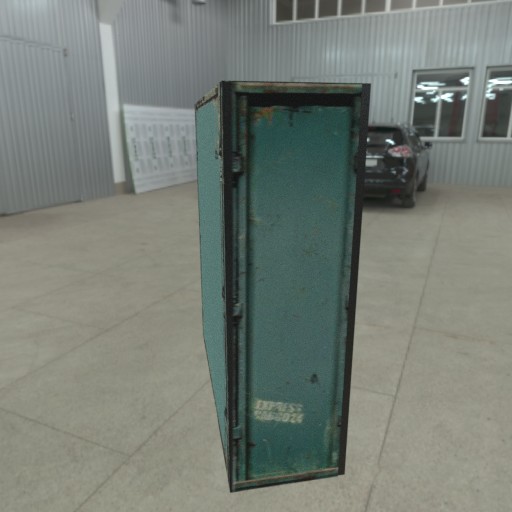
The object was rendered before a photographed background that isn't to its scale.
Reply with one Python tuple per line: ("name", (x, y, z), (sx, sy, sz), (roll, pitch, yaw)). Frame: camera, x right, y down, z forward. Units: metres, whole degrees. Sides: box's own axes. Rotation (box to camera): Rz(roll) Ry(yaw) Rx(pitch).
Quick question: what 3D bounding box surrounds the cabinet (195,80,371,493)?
("cabinet", (0.000, 0.000, 3.189), (0.680, 2.160, 2.000), (-3, 16, -10))
